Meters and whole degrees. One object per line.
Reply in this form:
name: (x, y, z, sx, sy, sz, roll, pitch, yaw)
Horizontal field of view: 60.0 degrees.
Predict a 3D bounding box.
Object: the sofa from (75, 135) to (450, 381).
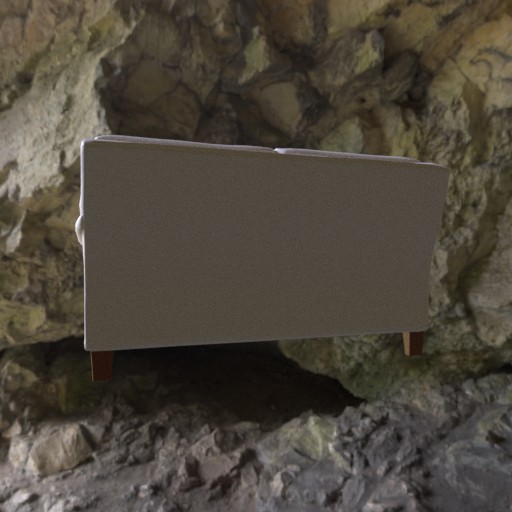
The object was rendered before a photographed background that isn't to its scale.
sofa: (0.000, 0.000, 2.516, 1.853, 1.101, 1.084, 0, 0, -17)
